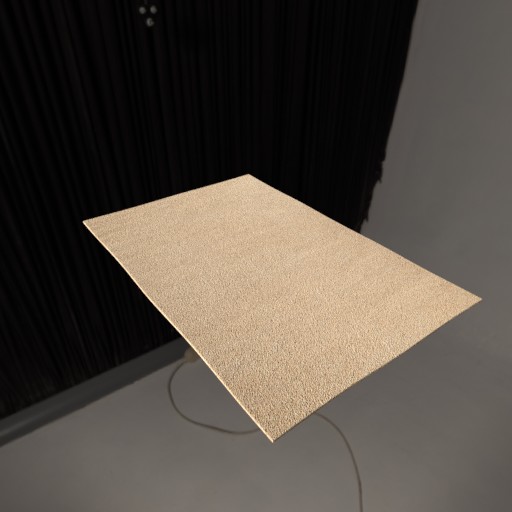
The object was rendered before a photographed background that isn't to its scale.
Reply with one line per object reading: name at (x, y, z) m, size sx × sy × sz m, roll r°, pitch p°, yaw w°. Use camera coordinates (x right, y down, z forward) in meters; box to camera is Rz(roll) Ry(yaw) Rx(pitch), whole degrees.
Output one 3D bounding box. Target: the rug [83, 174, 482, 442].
rug at (0.000, 0.000, 3.450) m, size 1.800 × 0.025 × 2.699 m, roll -22°, pitch 39°, yaw -30°
